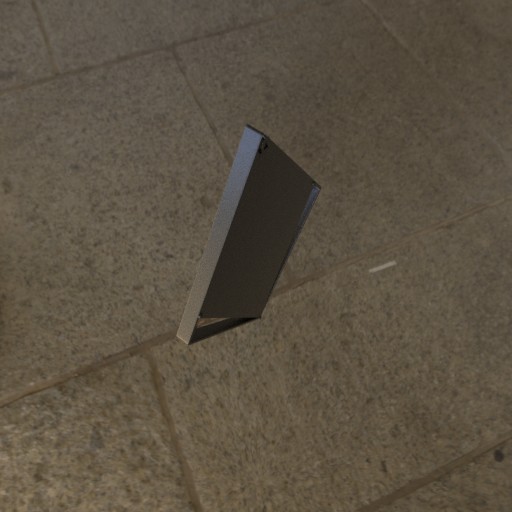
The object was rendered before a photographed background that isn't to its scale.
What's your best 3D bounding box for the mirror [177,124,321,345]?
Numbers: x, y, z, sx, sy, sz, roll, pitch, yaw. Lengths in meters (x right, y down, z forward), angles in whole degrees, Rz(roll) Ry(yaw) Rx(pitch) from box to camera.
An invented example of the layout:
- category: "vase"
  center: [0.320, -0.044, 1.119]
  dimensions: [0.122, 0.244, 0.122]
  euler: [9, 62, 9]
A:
- category: "mirror"
  center: [0.000, 0.000, 0.847]
  dimensions: [0.032, 0.679, 0.419]
  euler: [34, 68, 16]
